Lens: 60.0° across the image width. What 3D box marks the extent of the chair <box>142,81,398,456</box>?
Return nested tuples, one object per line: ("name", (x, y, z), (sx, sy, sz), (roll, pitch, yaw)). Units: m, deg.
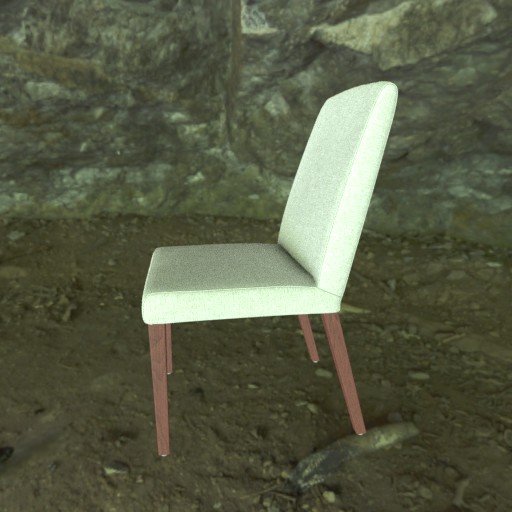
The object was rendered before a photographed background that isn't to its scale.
("chair", (0.000, 0.000, 1.242), (0.594, 0.900, 0.480), (-2, 14, -9))
